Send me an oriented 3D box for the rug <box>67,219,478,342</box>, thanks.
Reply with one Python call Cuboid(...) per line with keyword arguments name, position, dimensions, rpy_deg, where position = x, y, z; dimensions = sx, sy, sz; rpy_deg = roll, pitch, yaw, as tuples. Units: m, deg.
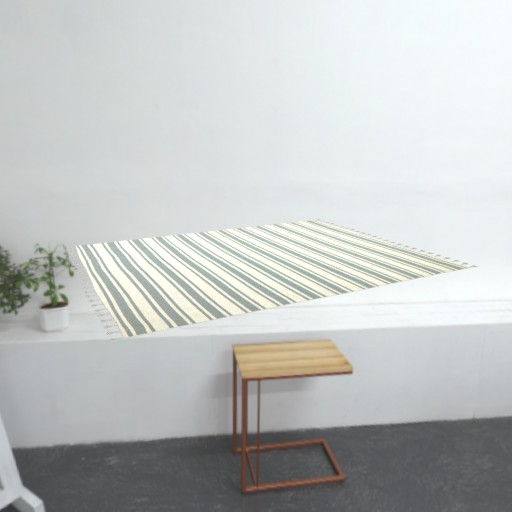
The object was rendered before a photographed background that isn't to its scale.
Cuboid(name="rug", position=(0.000, 0.000, 4.262), dimensions=(3.201, 0.005, 2.439), rpy_deg=(-8, 18, -26))
